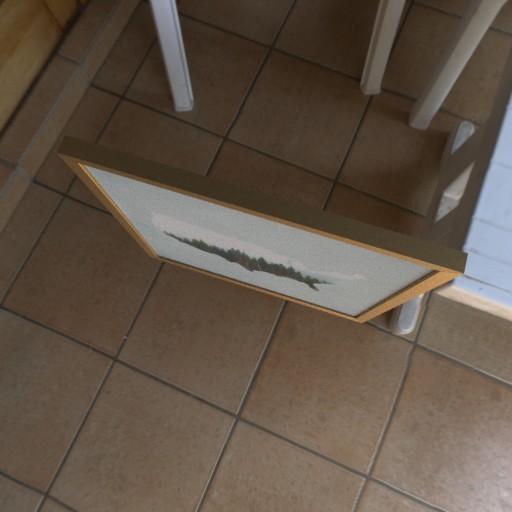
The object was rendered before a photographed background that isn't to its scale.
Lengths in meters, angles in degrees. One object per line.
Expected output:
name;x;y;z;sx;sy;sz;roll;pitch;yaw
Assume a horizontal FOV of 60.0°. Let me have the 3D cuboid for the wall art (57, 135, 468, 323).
wall art;0.000;0.000;1.163;0.762;0.762;0.038;17;76;4
